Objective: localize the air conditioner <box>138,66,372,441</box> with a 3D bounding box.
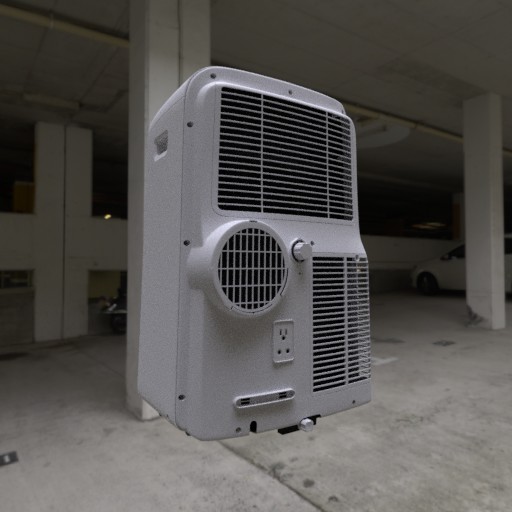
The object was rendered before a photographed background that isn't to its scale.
[{"bbox_3d":[0.000,0.000,0.986,0.454,0.700,0.365,1,-2,-34],"label":"air conditioner"}]
